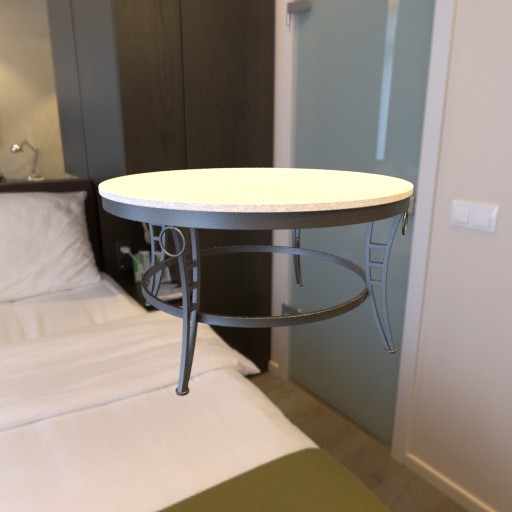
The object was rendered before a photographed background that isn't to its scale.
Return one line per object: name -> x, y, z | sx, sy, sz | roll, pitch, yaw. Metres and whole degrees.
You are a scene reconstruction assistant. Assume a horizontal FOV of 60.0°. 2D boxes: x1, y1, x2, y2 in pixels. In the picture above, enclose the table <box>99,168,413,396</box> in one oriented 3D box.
table -> 0.000, 0.000, 1.387 | 0.889, 0.470, 0.889 | 0, 16, 0
